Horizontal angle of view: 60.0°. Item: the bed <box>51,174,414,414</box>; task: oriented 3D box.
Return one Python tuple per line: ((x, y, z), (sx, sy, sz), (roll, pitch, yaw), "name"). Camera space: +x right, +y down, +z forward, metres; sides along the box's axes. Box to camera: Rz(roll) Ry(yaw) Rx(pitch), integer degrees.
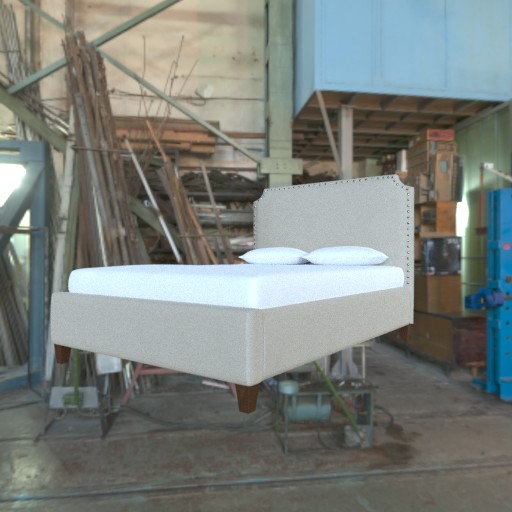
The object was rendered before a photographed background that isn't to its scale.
((0.000, 0.000, 3.420), (1.713, 1.443, 2.372), (0, 0, 37), "bed")
